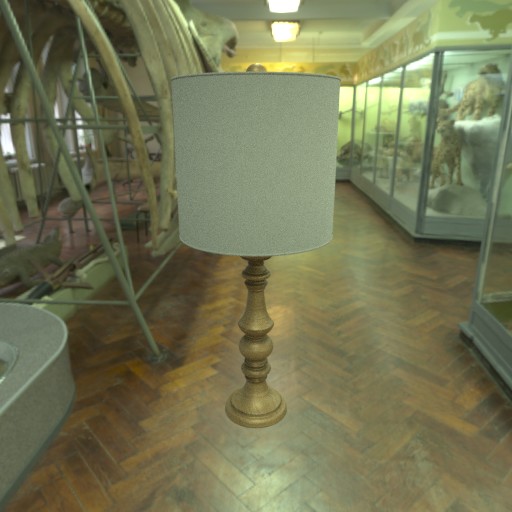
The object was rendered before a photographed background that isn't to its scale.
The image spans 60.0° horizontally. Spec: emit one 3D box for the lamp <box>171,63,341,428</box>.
[{"bbox_3d":[0.000,0.000,0.745,0.250,0.597,0.250,-8,19,-25],"label":"lamp"}]
